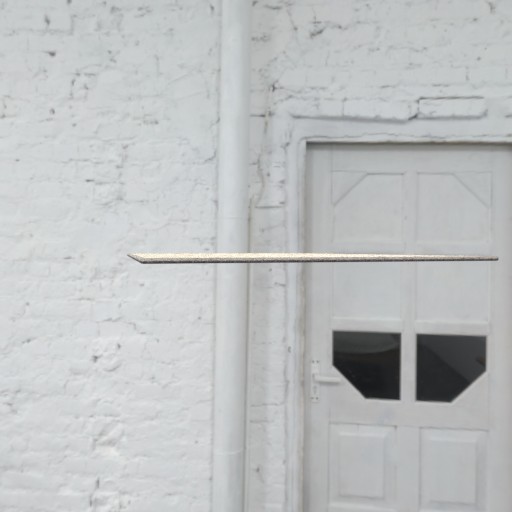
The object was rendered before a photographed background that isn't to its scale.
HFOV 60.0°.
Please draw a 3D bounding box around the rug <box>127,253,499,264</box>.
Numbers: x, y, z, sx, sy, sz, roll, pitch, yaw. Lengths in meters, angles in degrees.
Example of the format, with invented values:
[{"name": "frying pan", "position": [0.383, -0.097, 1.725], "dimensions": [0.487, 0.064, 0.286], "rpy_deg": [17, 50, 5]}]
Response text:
[{"name": "rug", "position": [0.000, 0.000, 2.245], "dimensions": [1.219, 0.016, 1.829], "rpy_deg": [0, 1, -17]}]
